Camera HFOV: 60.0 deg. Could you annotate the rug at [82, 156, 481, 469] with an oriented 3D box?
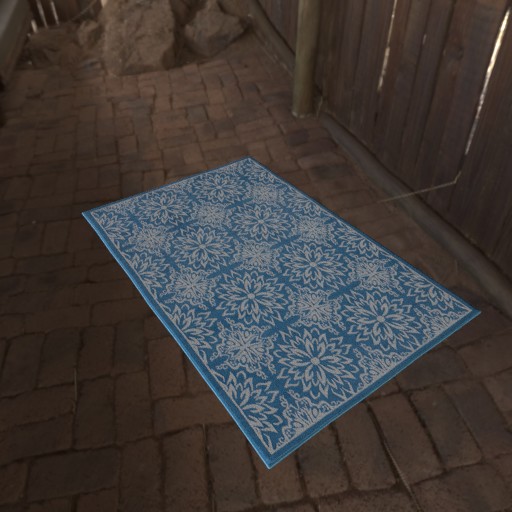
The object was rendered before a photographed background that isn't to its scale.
[{"bbox_3d":[0.000,0.000,3.497,1.830,0.018,2.769,-25,46,-26],"label":"rug"}]
